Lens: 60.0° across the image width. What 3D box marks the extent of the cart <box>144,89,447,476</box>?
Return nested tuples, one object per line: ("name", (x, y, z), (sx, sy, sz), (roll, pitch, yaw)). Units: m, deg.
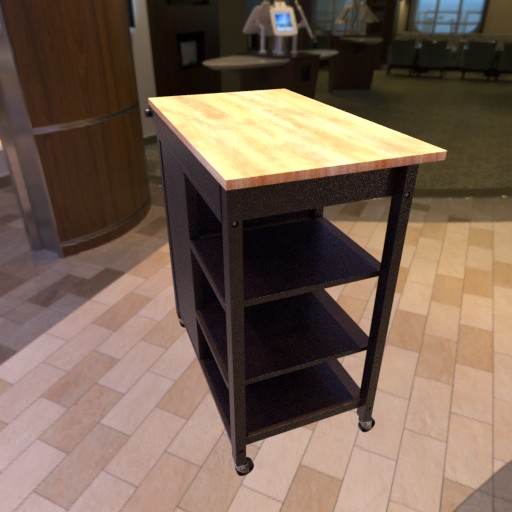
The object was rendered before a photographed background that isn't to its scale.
("cart", (0.000, 0.000, 1.406), (0.472, 0.878, 0.914), (-11, 32, -18))
